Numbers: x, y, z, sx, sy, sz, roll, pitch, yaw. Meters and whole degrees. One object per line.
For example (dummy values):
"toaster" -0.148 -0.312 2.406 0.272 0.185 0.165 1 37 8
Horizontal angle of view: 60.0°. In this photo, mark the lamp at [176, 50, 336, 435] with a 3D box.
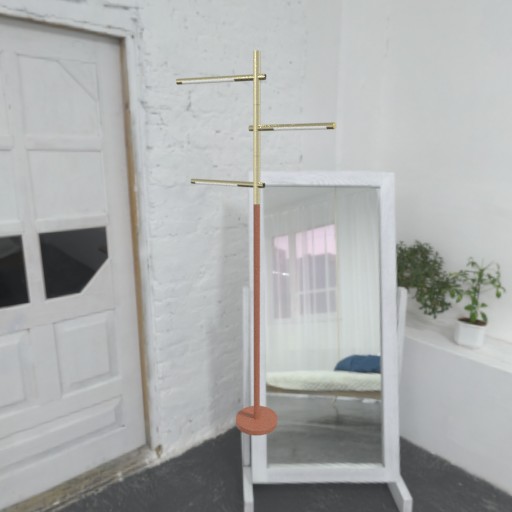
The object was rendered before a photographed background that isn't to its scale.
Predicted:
"lamp" 0.000 0.000 1.996 0.737 1.704 0.209 7 16 25
